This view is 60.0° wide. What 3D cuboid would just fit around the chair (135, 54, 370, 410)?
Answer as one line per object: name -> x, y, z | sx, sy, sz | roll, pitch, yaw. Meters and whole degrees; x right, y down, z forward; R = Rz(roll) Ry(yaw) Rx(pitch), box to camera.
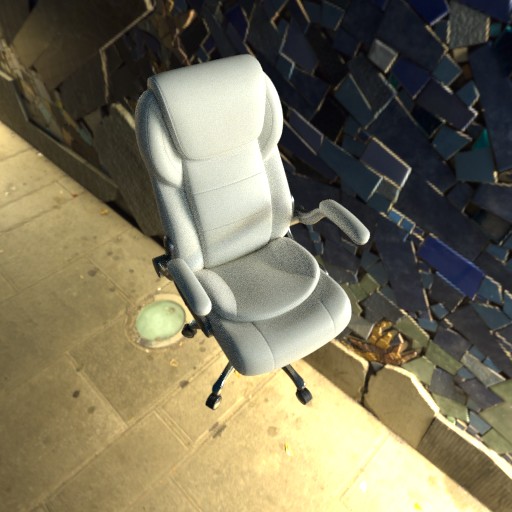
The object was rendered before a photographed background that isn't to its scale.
chair -> 0.000, 0.000, 1.819 | 0.755, 1.330, 0.806 | -23, 50, -21
